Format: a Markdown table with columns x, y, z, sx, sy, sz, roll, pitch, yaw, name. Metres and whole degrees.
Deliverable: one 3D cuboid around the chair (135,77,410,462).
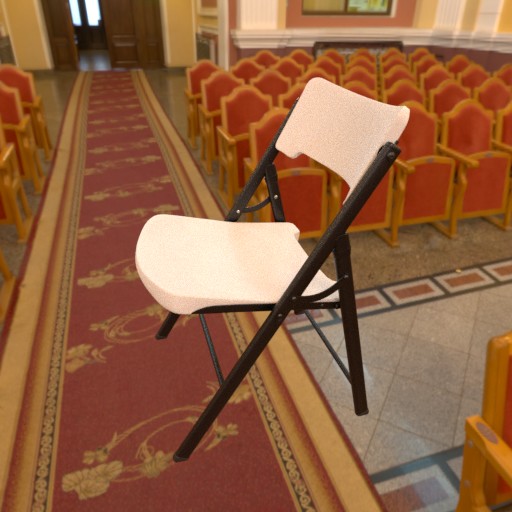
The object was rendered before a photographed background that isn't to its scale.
| x | y | z | sx | sy | sz | roll | pitch | yaw | name |
| --- | --- | --- | --- | --- | --- | --- | --- | --- | --- |
| 0.000 | 0.000 | 1.103 | 0.577 | 0.765 | 0.482 | -8 | 30 | -14 | chair |
